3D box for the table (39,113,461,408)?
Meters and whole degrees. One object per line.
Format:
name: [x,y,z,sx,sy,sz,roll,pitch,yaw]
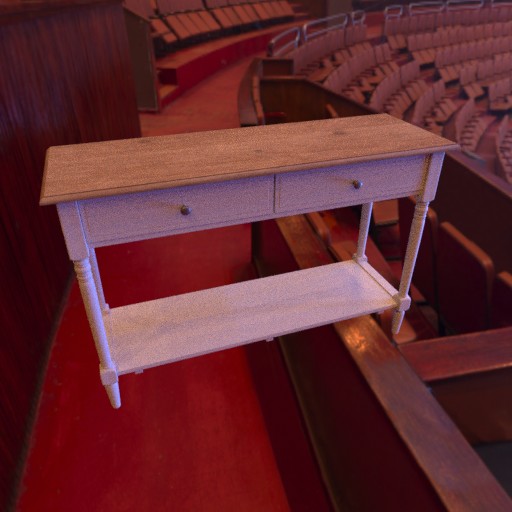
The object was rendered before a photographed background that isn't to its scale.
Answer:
table: [0.000,0.000,1.575,1.219,0.800,0.399,-11,33,-17]
